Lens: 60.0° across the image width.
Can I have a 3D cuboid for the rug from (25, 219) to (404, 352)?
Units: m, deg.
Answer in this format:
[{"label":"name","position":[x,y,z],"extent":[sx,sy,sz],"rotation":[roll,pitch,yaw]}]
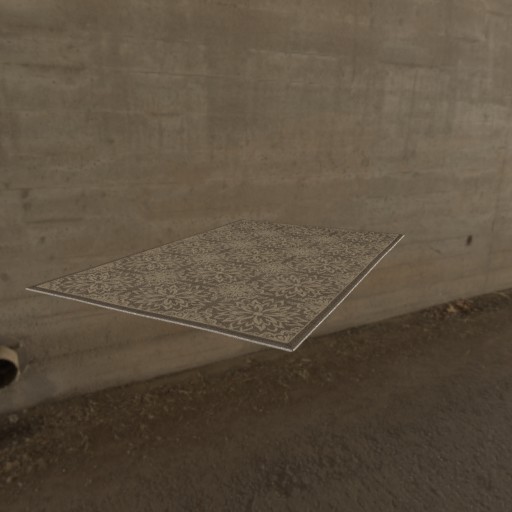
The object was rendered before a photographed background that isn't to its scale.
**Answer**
[{"label":"rug","position":[0.000,0.000,3.535],"extent":[1.819,0.018,2.746],"rotation":[8,17,27]}]
